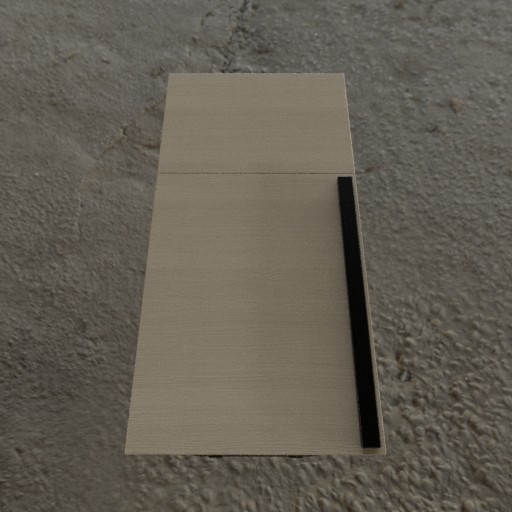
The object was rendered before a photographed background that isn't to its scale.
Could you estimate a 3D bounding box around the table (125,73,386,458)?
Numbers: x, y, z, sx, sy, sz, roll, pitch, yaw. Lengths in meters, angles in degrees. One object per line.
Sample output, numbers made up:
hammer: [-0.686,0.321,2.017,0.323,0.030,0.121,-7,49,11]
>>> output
table: [0.000,0.000,0.779,0.322,0.242,0.644,0,65,0]
